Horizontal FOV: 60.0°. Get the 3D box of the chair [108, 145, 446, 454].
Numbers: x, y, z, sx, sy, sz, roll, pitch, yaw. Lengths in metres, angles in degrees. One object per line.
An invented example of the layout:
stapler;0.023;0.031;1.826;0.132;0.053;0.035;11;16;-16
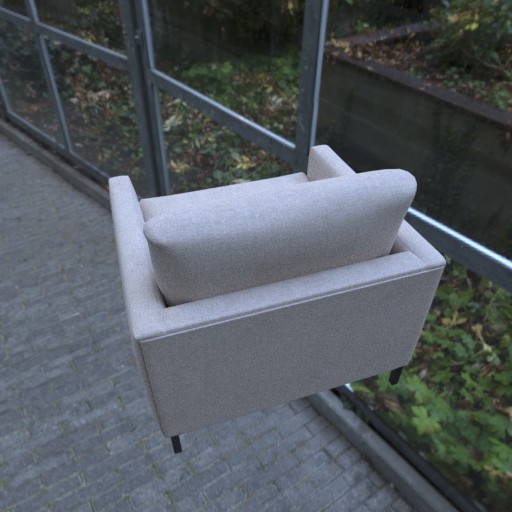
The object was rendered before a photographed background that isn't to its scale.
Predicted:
chair;0.000;0.000;1.647;0.963;0.861;0.866;-12;41;-14
